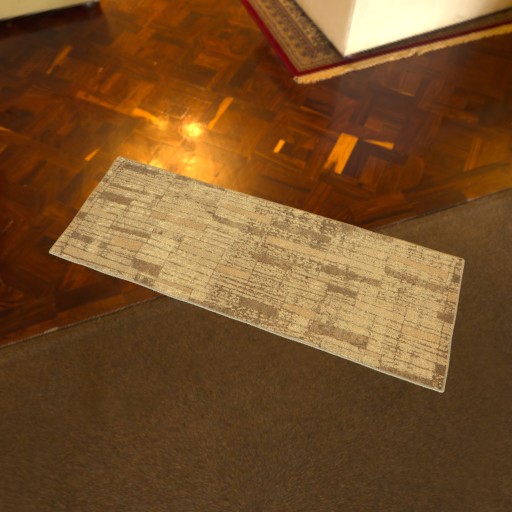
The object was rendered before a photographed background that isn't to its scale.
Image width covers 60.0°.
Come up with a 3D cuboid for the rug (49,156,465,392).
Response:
[{"bbox_3d":[0.000,0.000,2.688,2.383,0.018,0.857,18,61,10],"label":"rug"}]
